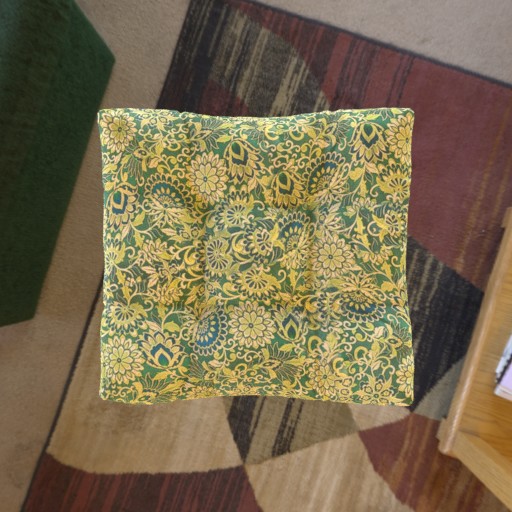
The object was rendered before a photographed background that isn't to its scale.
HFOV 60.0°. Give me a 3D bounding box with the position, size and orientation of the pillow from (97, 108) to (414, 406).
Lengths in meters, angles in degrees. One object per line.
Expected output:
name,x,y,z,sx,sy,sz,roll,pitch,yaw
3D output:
pillow,0.000,0.000,0.712,0.490,0.128,0.468,0,89,1
